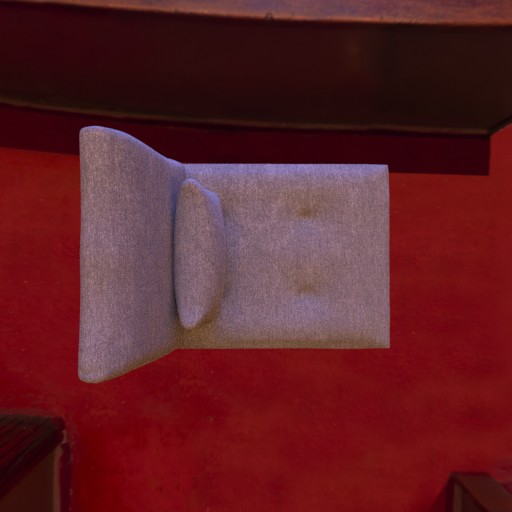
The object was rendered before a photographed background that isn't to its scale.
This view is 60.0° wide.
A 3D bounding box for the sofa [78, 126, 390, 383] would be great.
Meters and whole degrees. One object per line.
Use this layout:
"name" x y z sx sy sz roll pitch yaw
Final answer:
"sofa" 0.000 0.000 1.546 1.000 0.820 0.700 0 89 -1
